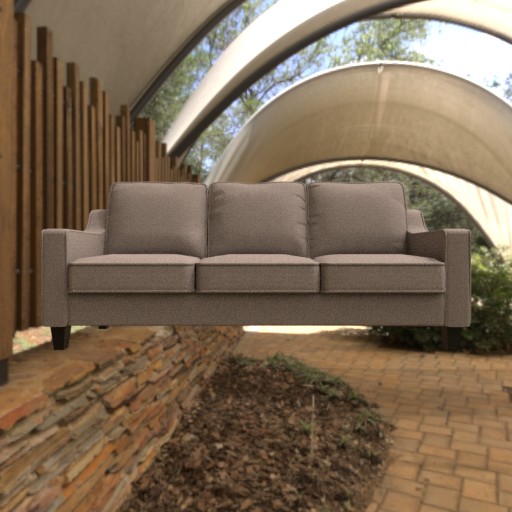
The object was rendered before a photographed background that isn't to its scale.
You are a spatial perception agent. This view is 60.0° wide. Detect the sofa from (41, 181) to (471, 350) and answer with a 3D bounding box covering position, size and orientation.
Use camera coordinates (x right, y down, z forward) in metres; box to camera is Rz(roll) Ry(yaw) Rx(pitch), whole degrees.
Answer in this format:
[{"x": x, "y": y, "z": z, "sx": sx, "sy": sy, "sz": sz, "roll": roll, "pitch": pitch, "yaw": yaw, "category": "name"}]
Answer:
[{"x": 0.000, "y": 0.000, "z": 2.588, "sx": 2.129, "sy": 0.950, "sz": 0.899, "roll": 0, "pitch": 0, "yaw": 0, "category": "sofa"}]
